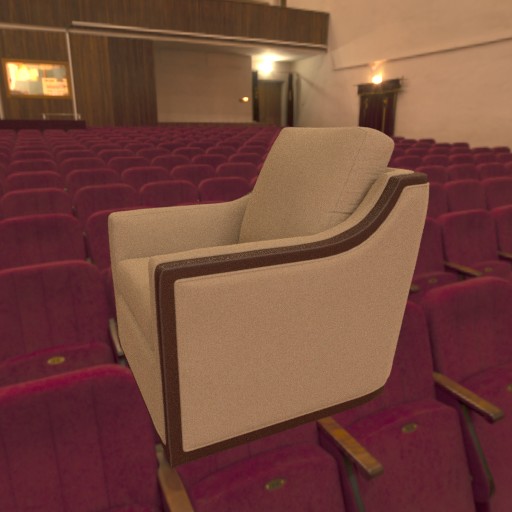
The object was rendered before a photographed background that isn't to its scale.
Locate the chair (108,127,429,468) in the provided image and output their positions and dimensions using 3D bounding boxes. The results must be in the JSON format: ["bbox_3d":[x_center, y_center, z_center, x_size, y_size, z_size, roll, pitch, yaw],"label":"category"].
[{"bbox_3d":[0.000,0.000,1.661,0.950,0.930,0.870,-8,18,-25],"label":"chair"}]
